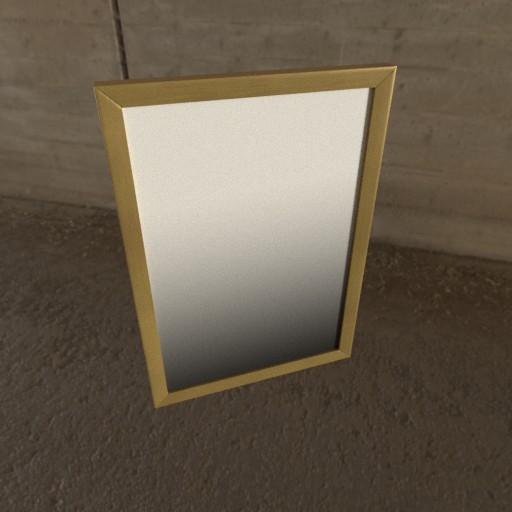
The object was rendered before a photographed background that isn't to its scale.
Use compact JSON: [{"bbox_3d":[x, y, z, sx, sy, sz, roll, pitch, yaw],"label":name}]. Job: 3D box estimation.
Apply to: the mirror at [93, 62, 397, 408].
[{"bbox_3d":[0.000,0.000,0.915,0.507,0.710,0.040,-10,34,-16],"label":"mirror"}]
